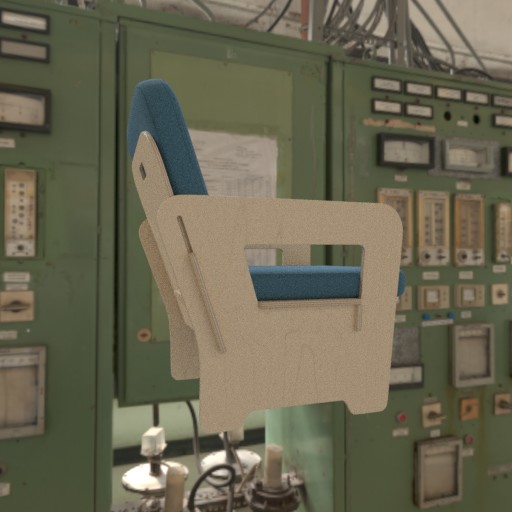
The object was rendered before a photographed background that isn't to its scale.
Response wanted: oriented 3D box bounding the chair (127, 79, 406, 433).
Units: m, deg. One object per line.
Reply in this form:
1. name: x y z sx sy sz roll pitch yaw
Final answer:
1. chair: 0.000 0.000 1.194 0.657 0.747 0.547 0 0 -19
